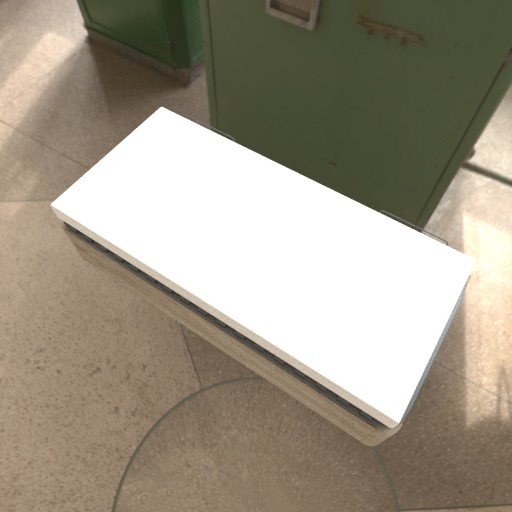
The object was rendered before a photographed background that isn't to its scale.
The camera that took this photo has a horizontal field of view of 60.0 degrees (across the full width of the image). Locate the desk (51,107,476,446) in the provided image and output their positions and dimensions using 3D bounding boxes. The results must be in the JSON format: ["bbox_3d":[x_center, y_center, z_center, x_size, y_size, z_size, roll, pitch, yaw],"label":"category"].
[{"bbox_3d":[0.000,0.000,2.272,1.900,0.455,0.900,30,63,17],"label":"desk"}]
